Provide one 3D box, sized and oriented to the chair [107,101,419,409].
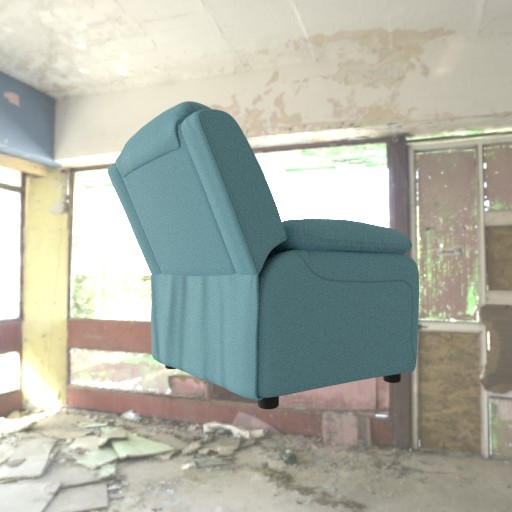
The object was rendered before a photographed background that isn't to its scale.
[{"bbox_3d":[0.000,0.000,1.297,0.709,0.702,0.680,2,-3,-35],"label":"chair"}]
